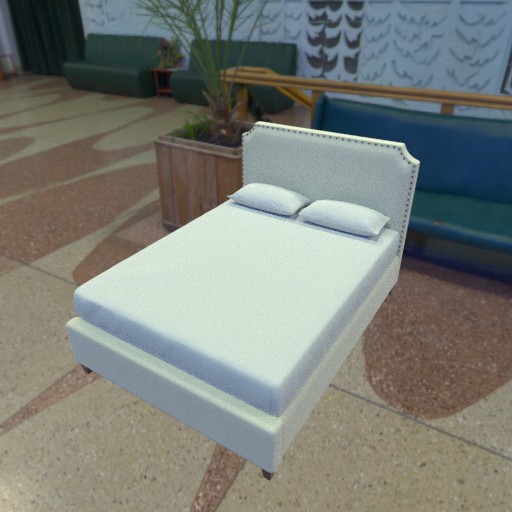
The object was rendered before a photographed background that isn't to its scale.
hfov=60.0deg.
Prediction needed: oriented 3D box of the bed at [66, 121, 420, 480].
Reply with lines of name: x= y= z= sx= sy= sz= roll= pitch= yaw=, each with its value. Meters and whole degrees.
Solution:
bed: x=0.000 y=0.000 z=3.431 sx=1.703 sy=1.415 sz=2.329 roll=18 pitch=35 yaw=28
